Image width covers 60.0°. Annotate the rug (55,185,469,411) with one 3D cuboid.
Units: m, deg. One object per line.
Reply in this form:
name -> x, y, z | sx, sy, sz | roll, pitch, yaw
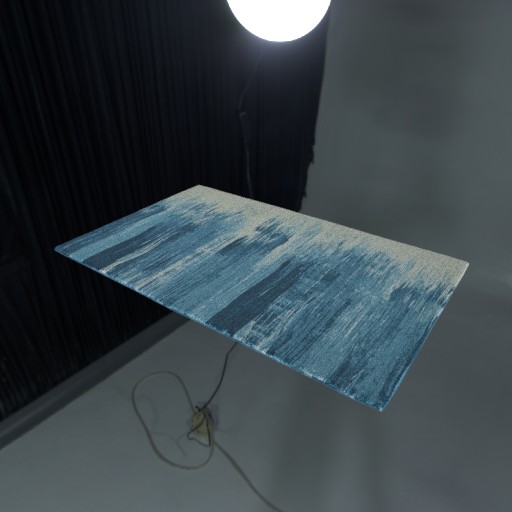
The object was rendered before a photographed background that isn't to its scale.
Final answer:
rug -> 0.000, 0.000, 3.051 | 2.450, 0.027, 1.540 | 20, 36, 30
